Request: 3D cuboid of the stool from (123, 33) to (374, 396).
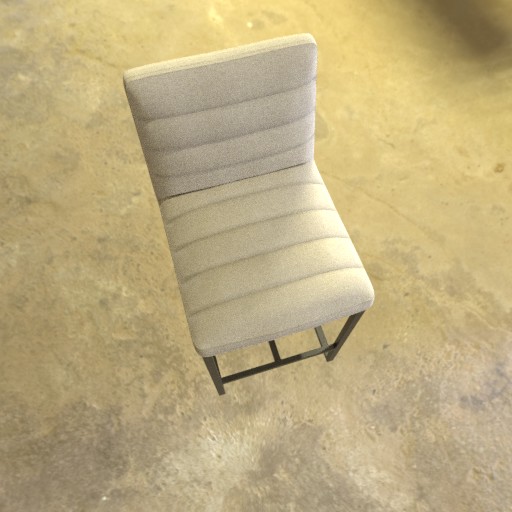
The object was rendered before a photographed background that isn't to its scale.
[{"bbox_3d":[0.000,0.000,1.283,0.459,0.971,0.567,-15,64,-8],"label":"stool"}]
